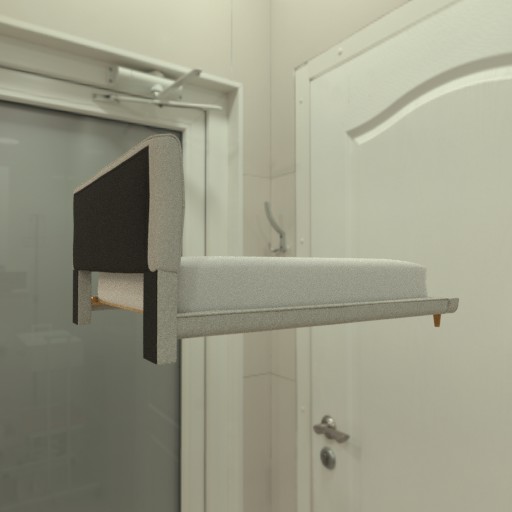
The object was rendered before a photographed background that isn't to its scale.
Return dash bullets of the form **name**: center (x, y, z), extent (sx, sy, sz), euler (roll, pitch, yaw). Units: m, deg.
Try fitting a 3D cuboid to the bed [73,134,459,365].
- **bed**: center (0.000, 0.000, 3.370), extent (2.368, 1.067, 1.840), euler (1, -2, -33)
